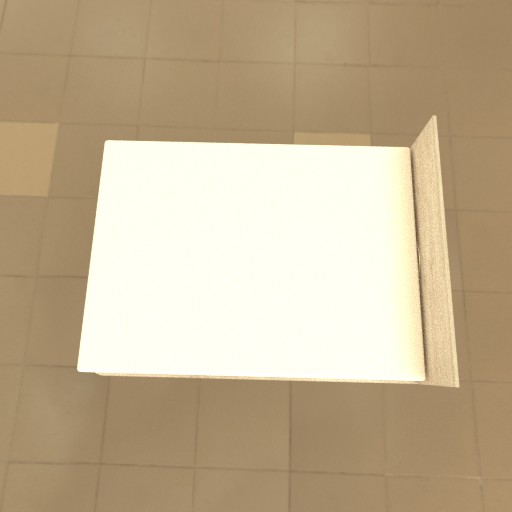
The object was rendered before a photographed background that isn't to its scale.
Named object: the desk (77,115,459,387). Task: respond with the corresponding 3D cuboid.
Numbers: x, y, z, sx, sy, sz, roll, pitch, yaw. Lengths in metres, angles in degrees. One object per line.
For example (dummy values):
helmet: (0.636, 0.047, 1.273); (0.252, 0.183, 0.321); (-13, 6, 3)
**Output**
desk: (0.000, 0.000, 2.598); (1.900, 0.800, 1.400); (1, 76, 0)
